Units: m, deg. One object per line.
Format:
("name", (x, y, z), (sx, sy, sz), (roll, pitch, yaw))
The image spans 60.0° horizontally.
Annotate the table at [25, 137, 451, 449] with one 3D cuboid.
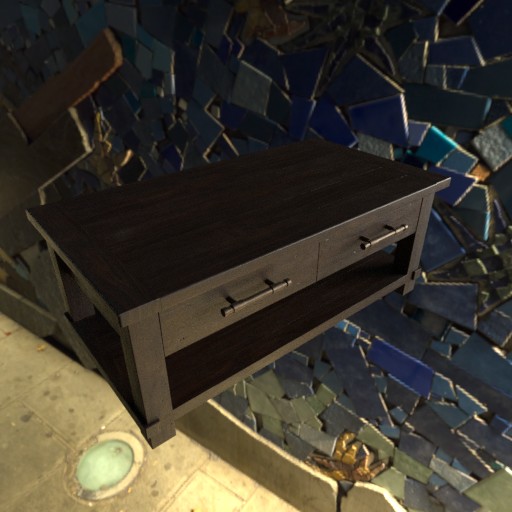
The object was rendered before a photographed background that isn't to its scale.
("table", (0.000, 0.000, 1.599), (1.270, 0.494, 0.700), (-22, 37, -33))
